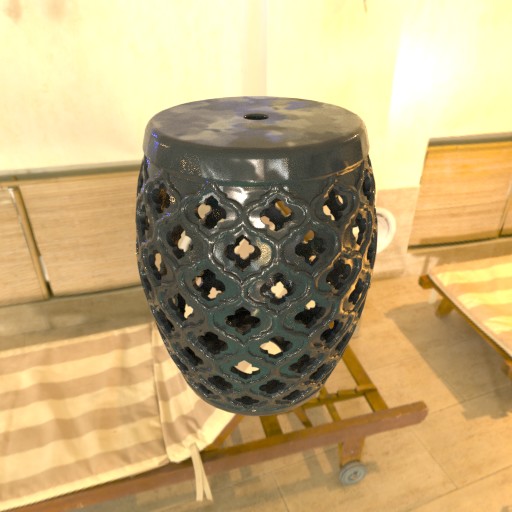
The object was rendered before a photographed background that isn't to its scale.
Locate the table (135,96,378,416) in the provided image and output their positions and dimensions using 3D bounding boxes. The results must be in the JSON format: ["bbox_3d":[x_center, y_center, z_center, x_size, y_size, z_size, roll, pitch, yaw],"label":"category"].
[{"bbox_3d":[0.000,0.000,0.630,0.325,0.388,0.325,0,31,0],"label":"table"}]
